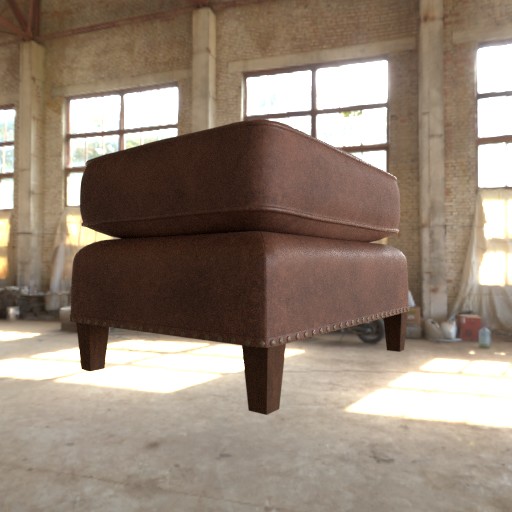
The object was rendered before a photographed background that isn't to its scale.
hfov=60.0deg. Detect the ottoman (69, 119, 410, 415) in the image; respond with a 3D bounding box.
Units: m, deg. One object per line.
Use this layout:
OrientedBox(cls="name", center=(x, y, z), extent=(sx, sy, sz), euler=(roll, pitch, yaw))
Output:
OrientedBox(cls="ottoman", center=(0.000, 0.000, 1.169), extent=(0.589, 0.537, 0.738), euler=(-1, -1, 36))
